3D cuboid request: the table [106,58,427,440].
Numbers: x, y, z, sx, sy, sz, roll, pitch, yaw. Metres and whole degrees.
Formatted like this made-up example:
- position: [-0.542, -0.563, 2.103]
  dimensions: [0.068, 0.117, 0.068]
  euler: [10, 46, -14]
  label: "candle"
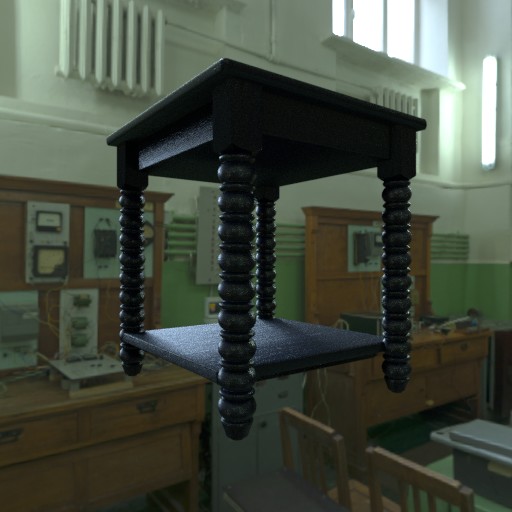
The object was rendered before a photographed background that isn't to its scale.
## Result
- position: [0.000, 0.000, 0.989]
  dimensions: [0.500, 0.567, 0.533]
  euler: [0, 0, -36]
  label: "table"
